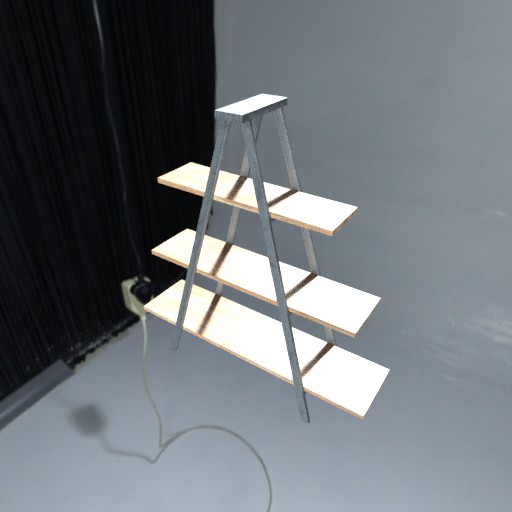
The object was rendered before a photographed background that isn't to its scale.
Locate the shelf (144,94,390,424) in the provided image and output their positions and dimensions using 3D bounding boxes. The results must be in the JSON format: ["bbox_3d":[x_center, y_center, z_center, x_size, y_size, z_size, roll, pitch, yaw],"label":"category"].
[{"bbox_3d":[0.000,0.000,2.703,1.746,1.808,0.508,20,38,28],"label":"shelf"}]
